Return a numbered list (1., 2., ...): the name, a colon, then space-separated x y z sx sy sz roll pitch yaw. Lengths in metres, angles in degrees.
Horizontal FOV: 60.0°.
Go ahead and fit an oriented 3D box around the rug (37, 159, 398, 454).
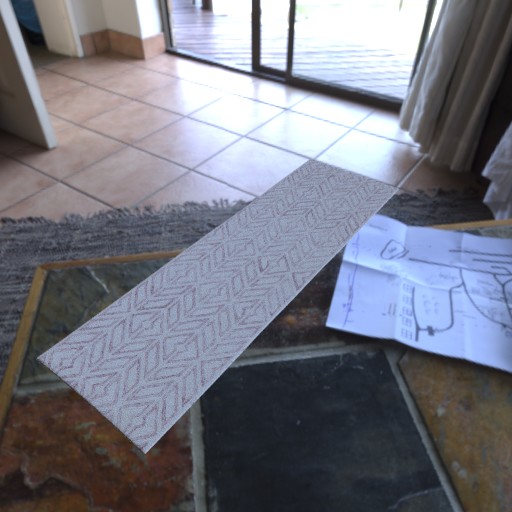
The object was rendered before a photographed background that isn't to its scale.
1. rug: 0.000 0.000 2.649 0.750 0.009 2.435 26 47 27
